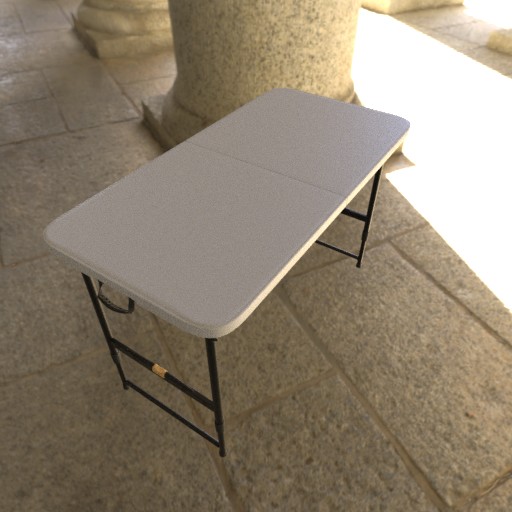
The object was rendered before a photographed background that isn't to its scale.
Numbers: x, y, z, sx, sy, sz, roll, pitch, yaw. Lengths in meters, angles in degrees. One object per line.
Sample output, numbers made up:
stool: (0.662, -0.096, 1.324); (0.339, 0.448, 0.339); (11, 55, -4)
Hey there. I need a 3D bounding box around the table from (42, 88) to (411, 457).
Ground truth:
table: (0.000, 0.000, 1.628); (0.611, 0.737, 1.245); (24, 47, 24)
